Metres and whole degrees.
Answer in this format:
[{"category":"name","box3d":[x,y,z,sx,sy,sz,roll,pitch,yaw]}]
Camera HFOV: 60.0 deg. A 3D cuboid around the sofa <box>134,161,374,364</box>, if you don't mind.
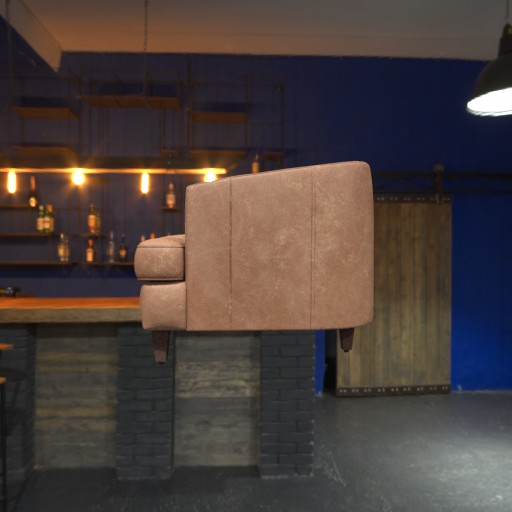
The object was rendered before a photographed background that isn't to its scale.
[{"category":"sofa","box3d":[0.000,0.000,2.699,0.922,0.791,2.257,0,1,-1]}]
